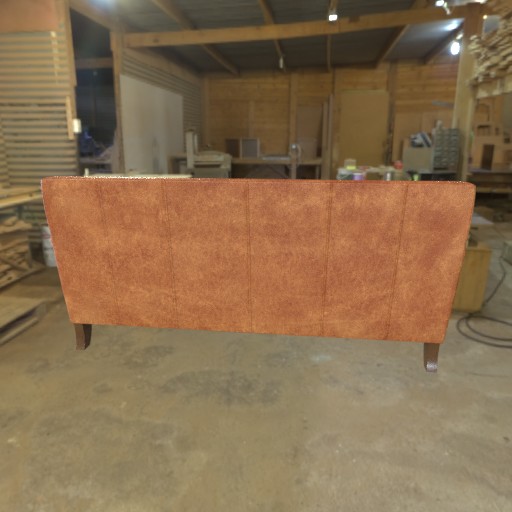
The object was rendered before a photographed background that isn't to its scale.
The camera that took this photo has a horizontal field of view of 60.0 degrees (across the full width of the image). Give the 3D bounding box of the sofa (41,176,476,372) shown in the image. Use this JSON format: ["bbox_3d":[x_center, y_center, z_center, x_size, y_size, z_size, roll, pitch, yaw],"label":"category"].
[{"bbox_3d":[0.000,0.000,2.546,2.053,0.947,0.805,2,15,7],"label":"sofa"}]
